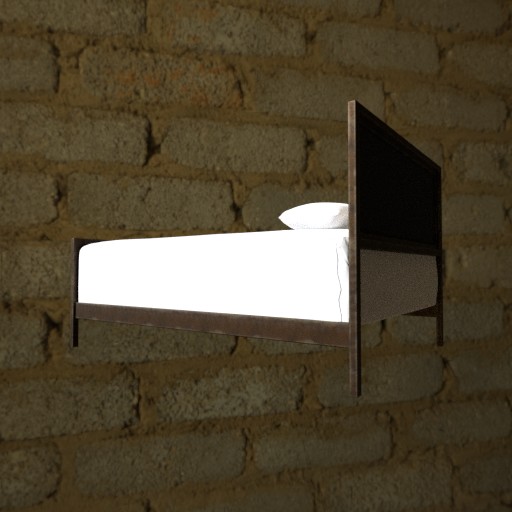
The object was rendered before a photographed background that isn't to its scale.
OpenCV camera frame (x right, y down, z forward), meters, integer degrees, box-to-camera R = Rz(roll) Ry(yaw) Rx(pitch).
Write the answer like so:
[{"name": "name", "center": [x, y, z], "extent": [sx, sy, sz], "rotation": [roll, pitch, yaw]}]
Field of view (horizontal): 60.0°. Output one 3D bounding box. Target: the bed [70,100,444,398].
[{"name": "bed", "center": [0.000, 0.000, 3.243], "extent": [2.221, 1.313, 1.607], "rotation": [-1, -2, 35]}]
